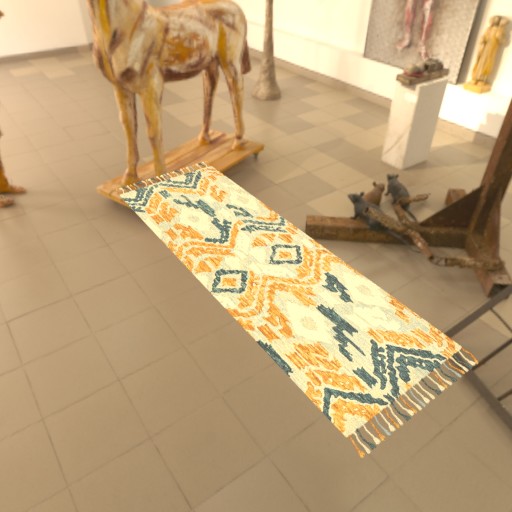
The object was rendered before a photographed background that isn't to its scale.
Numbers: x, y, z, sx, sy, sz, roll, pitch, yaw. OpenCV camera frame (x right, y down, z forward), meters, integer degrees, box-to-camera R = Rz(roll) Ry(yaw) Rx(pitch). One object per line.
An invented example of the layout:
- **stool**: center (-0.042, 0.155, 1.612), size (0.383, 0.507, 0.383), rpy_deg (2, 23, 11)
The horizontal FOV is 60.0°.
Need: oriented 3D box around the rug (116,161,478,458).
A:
- **rug**: center (0.000, 0.000, 2.607), size (0.783, 0.010, 2.437), rpy_deg (-25, 45, -27)
